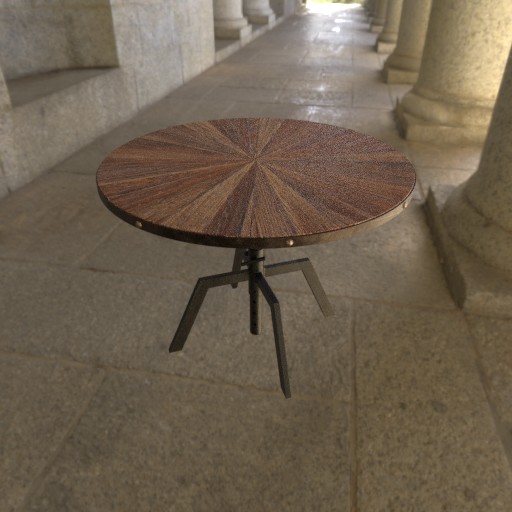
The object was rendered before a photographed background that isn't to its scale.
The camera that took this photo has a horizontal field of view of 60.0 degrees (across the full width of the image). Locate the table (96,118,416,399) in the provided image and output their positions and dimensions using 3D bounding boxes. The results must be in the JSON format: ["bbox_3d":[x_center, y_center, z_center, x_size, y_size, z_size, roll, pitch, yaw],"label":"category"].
[{"bbox_3d":[0.000,0.000,1.454,0.885,0.658,0.885,0,33,0],"label":"table"}]
